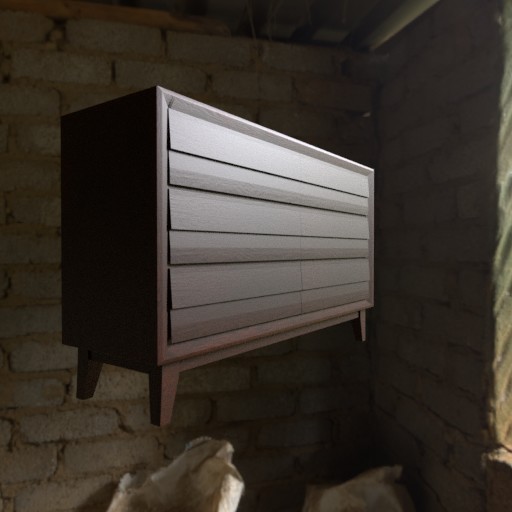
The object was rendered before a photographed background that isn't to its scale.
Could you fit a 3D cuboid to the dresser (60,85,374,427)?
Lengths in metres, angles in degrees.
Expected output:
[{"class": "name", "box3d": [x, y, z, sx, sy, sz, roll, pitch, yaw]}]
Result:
[{"class": "dresser", "box3d": [0.000, 0.000, 2.032, 0.499, 0.971, 1.609, 1, 1, 36]}]
